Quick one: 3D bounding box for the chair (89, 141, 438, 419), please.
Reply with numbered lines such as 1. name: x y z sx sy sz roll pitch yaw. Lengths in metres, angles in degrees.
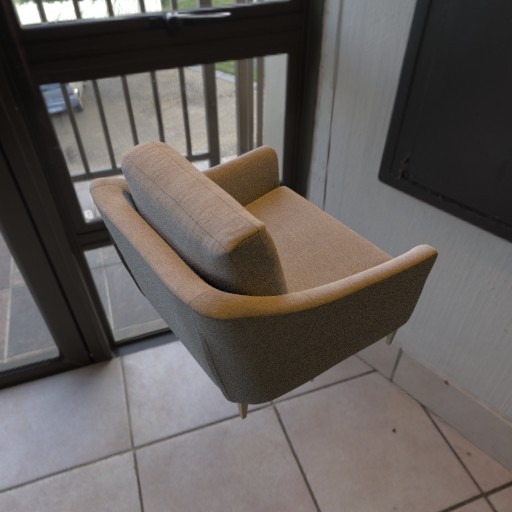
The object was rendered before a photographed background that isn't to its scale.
1. chair: 0.000 0.000 1.754 0.961 0.902 0.986 -27 49 -27
